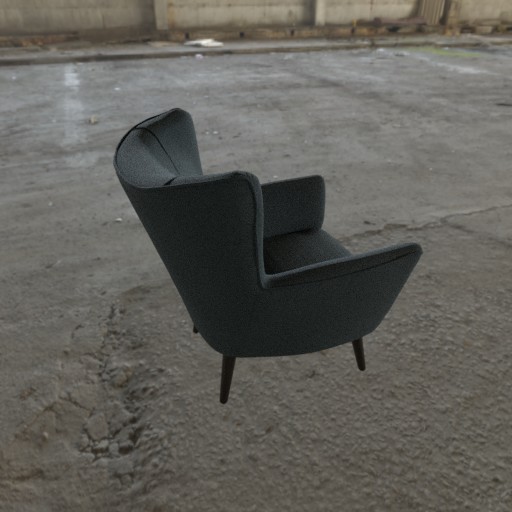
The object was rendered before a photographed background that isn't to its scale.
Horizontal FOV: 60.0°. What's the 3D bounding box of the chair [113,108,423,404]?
[{"bbox_3d":[0.000,0.000,1.631,0.888,0.933,0.781,-11,32,-17],"label":"chair"}]
